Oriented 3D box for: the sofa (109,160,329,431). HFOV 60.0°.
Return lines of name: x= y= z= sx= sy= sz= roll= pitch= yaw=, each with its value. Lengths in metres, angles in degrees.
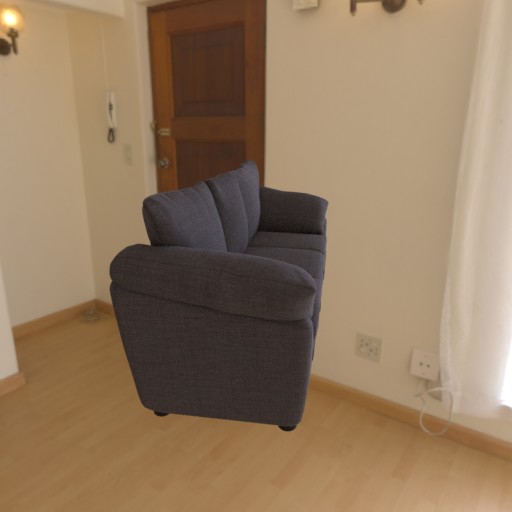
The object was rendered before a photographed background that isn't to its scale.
sofa: x=0.000 y=0.000 z=2.880 sx=0.883 sy=1.080 sz=2.336 roll=3 pitch=17 yaw=10
